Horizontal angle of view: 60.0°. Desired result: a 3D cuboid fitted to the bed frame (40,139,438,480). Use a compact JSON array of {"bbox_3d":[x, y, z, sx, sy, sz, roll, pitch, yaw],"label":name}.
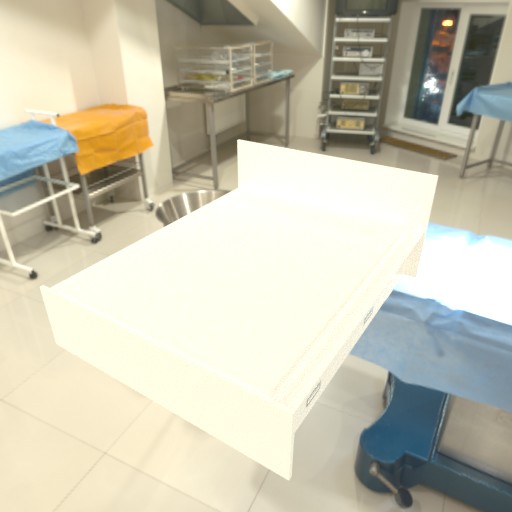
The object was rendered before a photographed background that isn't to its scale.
[{"bbox_3d":[0.000,0.000,2.822,1.622,0.800,1.960,18,35,28],"label":"bed frame"}]
